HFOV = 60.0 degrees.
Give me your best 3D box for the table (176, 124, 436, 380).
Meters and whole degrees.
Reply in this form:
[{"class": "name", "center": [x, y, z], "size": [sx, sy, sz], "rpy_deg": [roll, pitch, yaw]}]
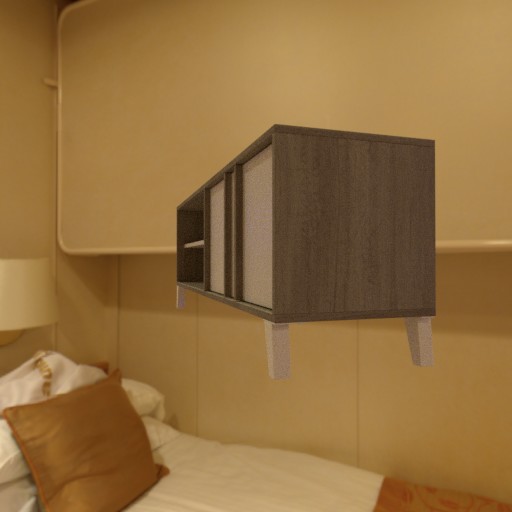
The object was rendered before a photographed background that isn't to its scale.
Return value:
[{"class": "table", "center": [0.000, 0.000, 1.688], "size": [0.400, 0.530, 1.500], "rpy_deg": [0, -1, -18]}]
